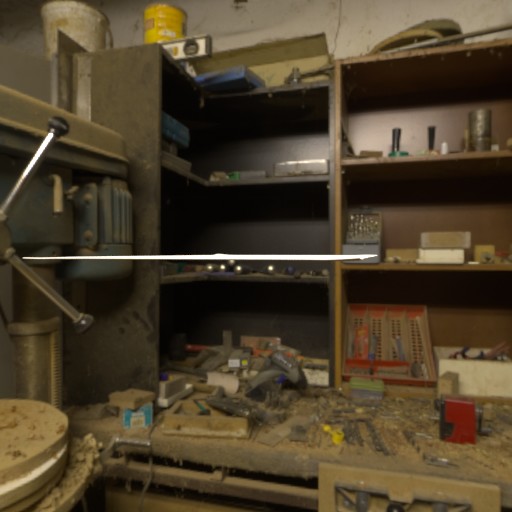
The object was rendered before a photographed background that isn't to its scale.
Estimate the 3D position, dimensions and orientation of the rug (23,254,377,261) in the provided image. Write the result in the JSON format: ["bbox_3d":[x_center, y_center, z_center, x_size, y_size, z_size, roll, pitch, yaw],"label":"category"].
[{"bbox_3d":[0.000,0.000,2.973,1.518,0.023,2.434,0,0,17],"label":"rug"}]
